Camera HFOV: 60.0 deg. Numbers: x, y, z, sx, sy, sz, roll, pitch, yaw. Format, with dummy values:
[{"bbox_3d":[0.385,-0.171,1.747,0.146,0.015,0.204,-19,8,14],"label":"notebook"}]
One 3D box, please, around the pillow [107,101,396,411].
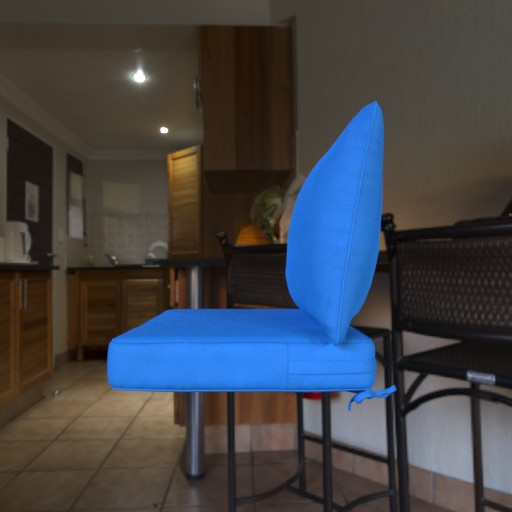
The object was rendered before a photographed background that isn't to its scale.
[{"bbox_3d":[0.000,0.000,1.404,0.733,0.725,0.798,0,-1,0],"label":"pillow"}]
